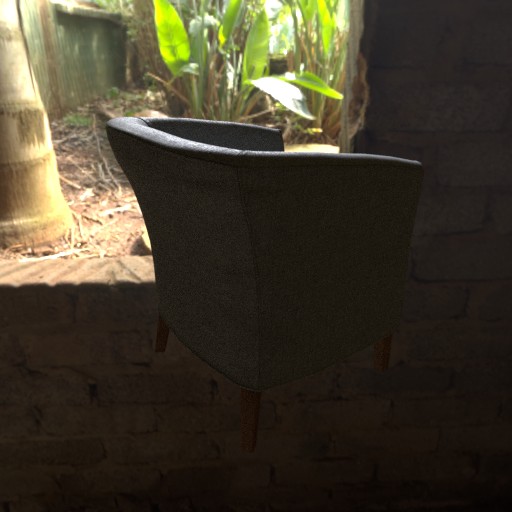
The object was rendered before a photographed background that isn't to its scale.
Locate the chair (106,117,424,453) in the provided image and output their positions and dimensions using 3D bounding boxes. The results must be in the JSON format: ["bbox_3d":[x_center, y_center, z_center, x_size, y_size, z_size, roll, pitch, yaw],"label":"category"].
[{"bbox_3d":[0.000,0.000,1.259,0.668,0.771,0.600,-19,32,-33],"label":"chair"}]
